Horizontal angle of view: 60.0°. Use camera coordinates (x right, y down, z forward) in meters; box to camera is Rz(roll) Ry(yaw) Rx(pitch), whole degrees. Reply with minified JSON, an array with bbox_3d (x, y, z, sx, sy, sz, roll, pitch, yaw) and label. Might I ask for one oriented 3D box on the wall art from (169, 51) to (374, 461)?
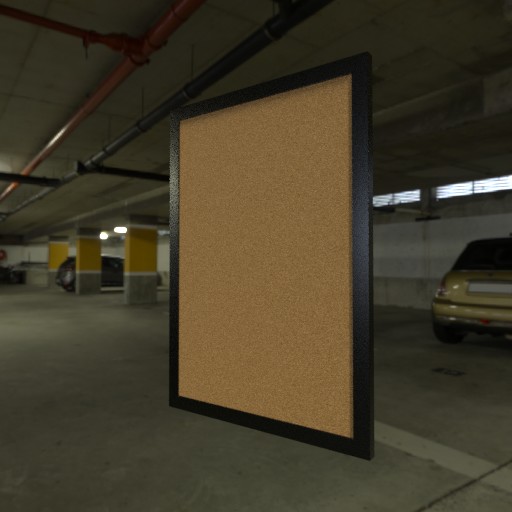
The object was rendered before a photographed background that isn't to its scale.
[{"bbox_3d":[0.000,0.000,0.561,0.304,0.432,0.013,-1,-2,36],"label":"wall art"}]
